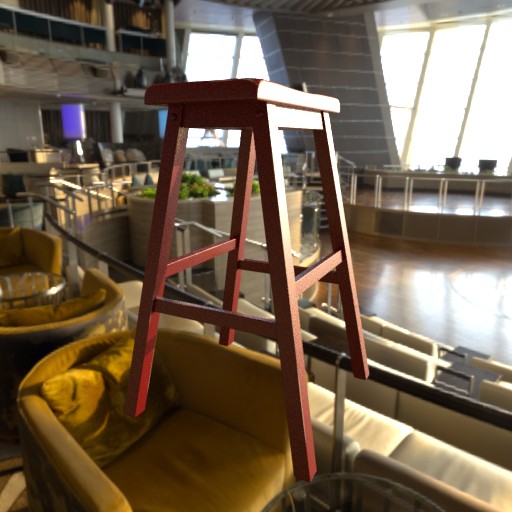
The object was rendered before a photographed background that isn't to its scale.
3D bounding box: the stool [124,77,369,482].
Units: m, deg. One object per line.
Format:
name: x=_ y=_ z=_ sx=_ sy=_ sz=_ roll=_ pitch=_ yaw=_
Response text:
stool: x=0.000 y=0.000 z=1.059 sx=0.476 sy=0.737 sz=0.457 roll=8 pitch=16 yaw=27
